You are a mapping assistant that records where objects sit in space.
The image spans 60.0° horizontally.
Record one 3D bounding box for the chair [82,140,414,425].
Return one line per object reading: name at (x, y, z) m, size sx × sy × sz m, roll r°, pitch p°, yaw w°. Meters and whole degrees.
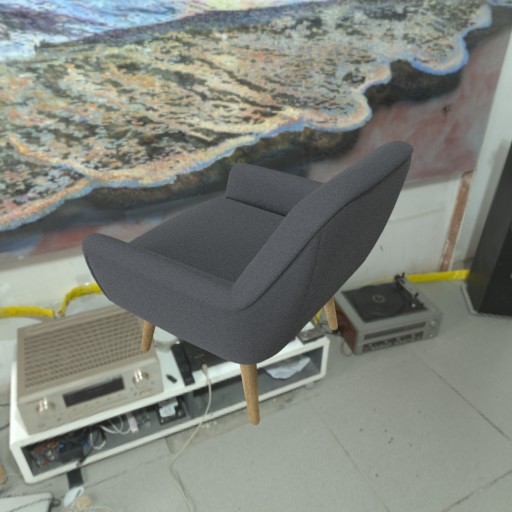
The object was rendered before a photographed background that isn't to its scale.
chair at (0.000, 0.000, 1.416) m, size 0.779 × 0.800 × 0.770 m, roll 20°, pitch 37°, yaw 29°
